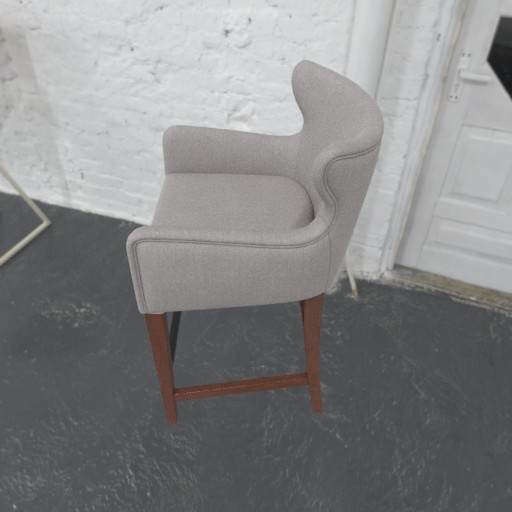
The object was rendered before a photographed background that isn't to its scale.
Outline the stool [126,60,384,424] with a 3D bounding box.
[{"bbox_3d":[0.000,0.000,1.311,0.575,0.951,0.575,-1,40,-1],"label":"stool"}]
